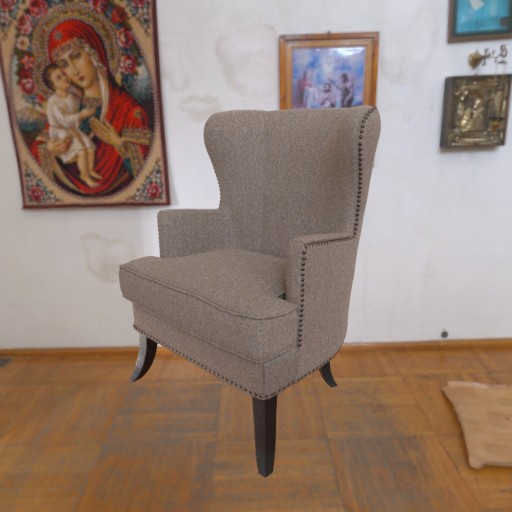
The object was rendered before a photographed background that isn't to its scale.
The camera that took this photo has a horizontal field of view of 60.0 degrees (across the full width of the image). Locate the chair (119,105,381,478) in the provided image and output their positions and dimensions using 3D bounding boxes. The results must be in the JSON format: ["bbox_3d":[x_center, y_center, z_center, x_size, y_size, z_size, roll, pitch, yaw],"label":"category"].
[{"bbox_3d":[0.000,0.000,1.648,0.759,1.060,0.758,15,22,42],"label":"chair"}]
